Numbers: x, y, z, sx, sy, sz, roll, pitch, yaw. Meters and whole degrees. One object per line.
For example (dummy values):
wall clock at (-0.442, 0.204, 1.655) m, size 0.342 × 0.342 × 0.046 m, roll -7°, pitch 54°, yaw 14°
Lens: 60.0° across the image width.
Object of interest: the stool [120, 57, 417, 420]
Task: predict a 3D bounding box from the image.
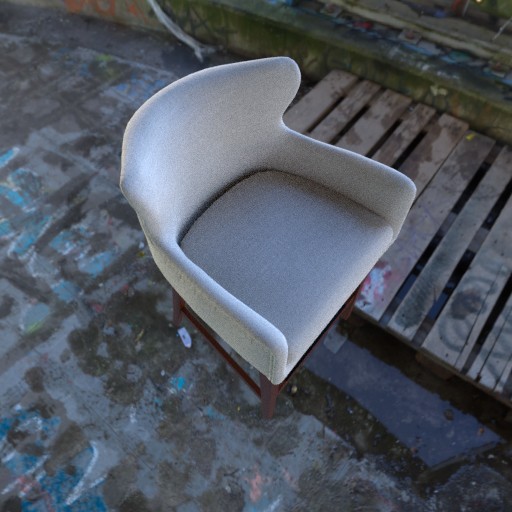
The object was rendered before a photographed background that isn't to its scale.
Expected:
stool at (0.000, 0.000, 1.394) m, size 0.637 × 0.987 × 0.615 m, roll 35°, pitch 64°, yaw 20°
